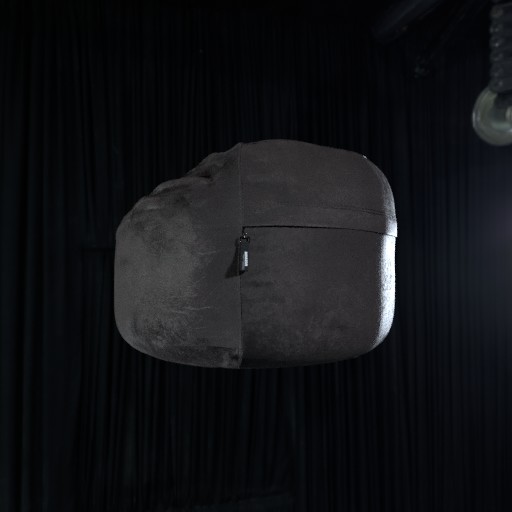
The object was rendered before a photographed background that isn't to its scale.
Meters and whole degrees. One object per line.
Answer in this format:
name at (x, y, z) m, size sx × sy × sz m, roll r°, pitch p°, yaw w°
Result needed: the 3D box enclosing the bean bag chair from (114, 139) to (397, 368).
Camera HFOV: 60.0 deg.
bean bag chair at (0.000, 0.000, 1.503) m, size 0.918 × 0.605 × 0.918 m, roll 0°, pitch -1°, yaw 0°
